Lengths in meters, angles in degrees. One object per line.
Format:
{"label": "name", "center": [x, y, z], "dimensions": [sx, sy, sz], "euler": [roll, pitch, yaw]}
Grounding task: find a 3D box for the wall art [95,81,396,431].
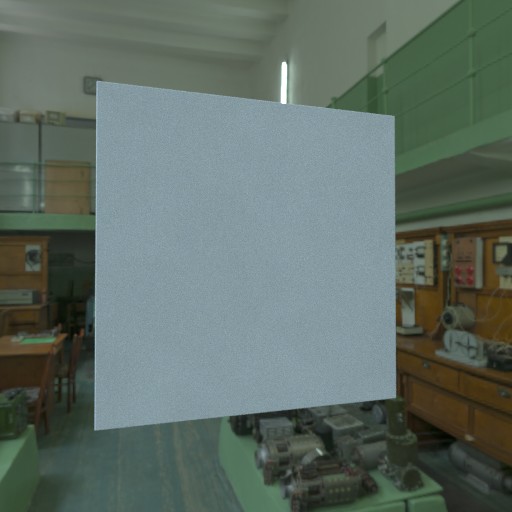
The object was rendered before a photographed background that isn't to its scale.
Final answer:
{"label": "wall art", "center": [0.000, 0.000, 0.450], "dimensions": [0.305, 0.305, 0.038], "euler": [0, -1, -18]}
